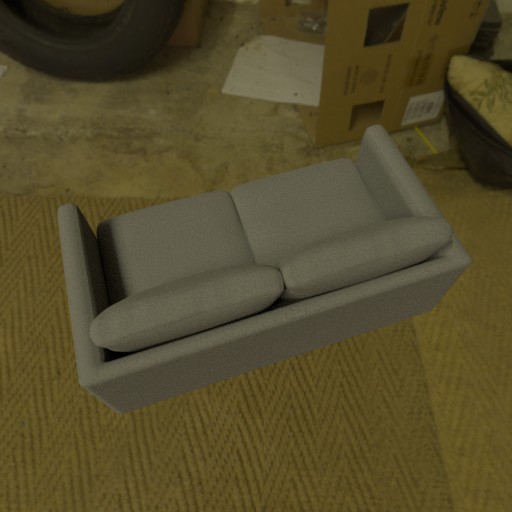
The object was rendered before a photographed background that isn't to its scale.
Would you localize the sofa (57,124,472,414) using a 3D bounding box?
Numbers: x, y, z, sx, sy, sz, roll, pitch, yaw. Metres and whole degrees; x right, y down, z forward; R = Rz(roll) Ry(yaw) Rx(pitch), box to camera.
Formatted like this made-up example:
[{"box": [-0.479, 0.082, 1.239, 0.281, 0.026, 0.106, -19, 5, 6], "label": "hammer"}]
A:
[{"box": [0.000, 0.000, 2.223, 1.713, 0.866, 0.940, -16, 61, -9], "label": "sofa"}]
